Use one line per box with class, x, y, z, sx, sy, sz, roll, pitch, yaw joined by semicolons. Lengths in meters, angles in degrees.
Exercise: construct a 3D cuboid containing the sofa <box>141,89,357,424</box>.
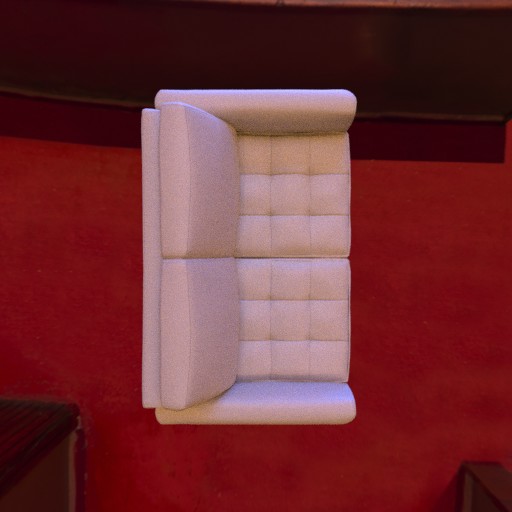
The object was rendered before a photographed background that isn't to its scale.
sofa;0.000;0.000;2.507;1.121;0.930;1.819;0;90;1
